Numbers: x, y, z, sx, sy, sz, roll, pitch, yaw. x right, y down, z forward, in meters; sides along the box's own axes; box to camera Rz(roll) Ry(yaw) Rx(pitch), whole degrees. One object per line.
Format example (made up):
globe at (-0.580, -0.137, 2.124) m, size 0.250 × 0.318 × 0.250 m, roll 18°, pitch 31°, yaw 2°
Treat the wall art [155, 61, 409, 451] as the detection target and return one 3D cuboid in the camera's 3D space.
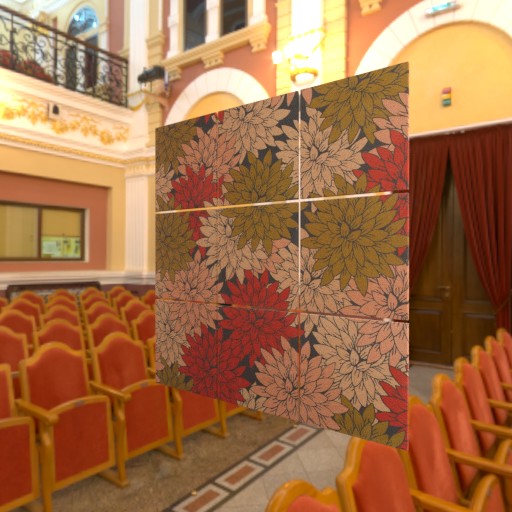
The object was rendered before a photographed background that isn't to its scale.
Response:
wall art at (0.000, 0.000, 1.758) m, size 1.206 × 1.218 × 0.013 m, roll 0°, pitch 0°, yaw 38°
